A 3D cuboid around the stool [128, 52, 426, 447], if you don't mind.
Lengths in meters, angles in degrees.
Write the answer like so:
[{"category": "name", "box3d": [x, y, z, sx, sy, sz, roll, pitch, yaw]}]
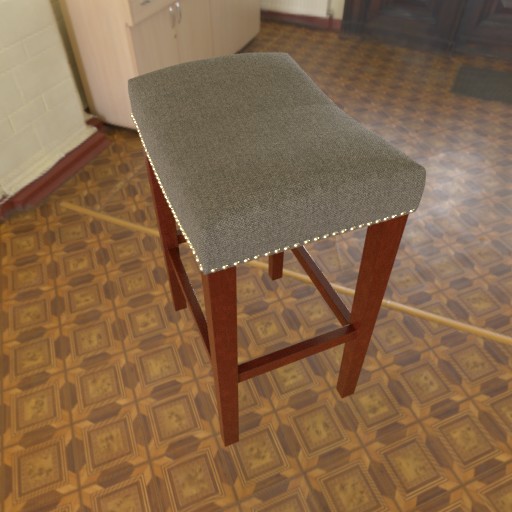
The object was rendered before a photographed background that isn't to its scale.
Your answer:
[{"category": "stool", "box3d": [0.000, 0.000, 1.021, 0.372, 0.742, 0.504, -17, 48, -16]}]
